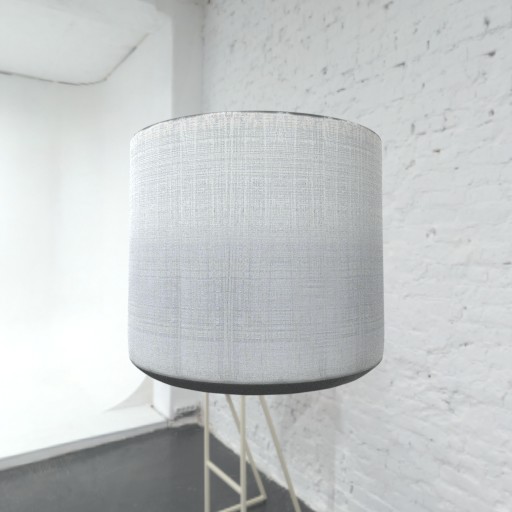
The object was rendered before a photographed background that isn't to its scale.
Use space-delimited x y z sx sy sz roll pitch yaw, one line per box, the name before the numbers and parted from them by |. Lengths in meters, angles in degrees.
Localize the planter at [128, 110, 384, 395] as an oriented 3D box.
planter | 0.000 0.000 0.456 0.254 0.221 0.254 0 0 0
